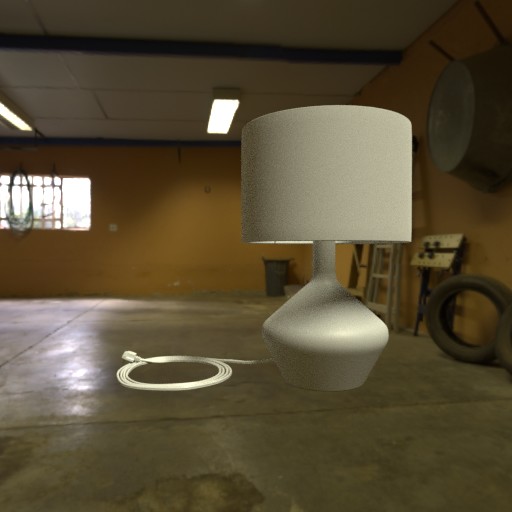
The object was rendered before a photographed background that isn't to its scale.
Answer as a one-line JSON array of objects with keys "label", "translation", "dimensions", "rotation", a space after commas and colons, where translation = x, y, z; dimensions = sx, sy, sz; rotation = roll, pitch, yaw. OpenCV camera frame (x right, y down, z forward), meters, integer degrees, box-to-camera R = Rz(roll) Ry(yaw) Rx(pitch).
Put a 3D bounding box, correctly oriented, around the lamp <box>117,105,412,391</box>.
[{"label": "lamp", "translation": [0.000, 0.000, 0.852], "dimensions": [0.546, 0.457, 0.401], "rotation": [0, 1, 36]}]
